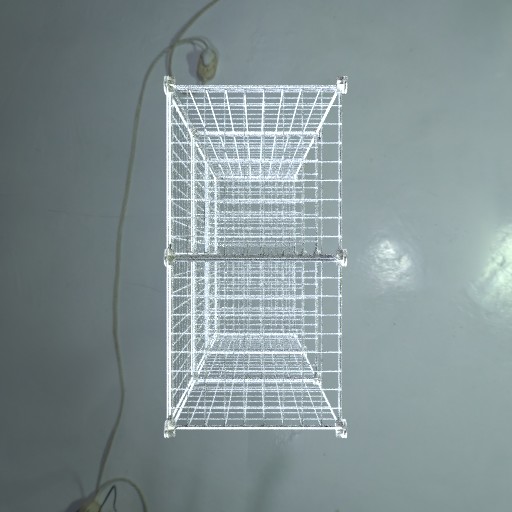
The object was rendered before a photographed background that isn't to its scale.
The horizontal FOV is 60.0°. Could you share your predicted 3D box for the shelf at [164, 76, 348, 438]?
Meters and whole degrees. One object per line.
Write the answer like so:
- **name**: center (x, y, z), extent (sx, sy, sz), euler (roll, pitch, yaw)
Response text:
- **shelf**: center (0.000, 0.000, 1.392), extent (0.356, 1.067, 0.711), euler (0, 90, 0)
